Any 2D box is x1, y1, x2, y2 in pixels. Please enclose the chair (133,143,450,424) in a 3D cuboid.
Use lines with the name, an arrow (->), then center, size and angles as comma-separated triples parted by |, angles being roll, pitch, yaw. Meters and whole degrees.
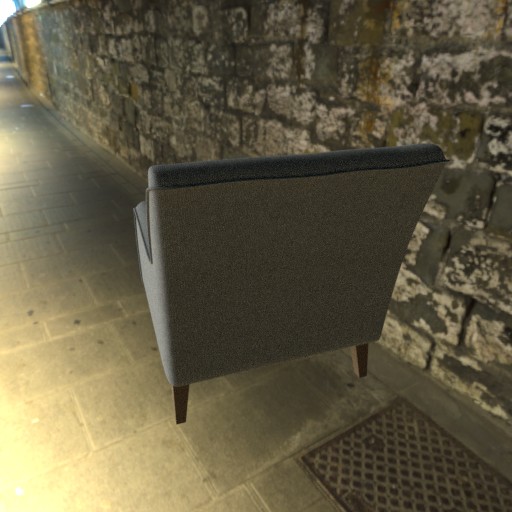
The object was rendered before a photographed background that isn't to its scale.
chair -> 0.000, 0.000, 1.600 | 0.780, 0.919, 0.899 | -9, 28, -17
